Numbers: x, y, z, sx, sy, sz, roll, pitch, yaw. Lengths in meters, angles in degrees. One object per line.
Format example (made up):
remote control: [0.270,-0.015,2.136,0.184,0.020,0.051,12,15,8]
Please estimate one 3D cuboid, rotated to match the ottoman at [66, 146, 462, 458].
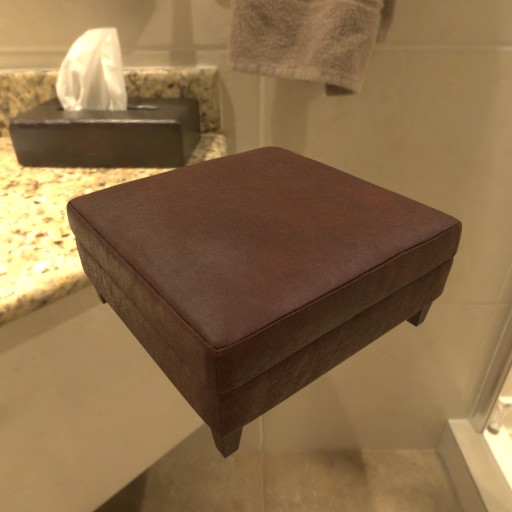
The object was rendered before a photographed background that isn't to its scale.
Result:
ottoman: [0.000,0.000,1.337,0.844,0.415,0.836,-23,39,-31]
